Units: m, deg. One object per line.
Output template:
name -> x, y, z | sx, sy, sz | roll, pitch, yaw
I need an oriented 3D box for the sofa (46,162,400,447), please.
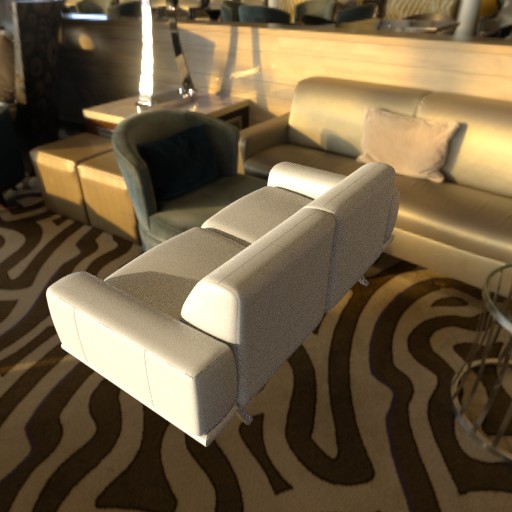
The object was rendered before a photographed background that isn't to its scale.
sofa -> 0.000, 0.000, 2.374 | 0.900, 0.772, 1.901 | 21, 38, 29
